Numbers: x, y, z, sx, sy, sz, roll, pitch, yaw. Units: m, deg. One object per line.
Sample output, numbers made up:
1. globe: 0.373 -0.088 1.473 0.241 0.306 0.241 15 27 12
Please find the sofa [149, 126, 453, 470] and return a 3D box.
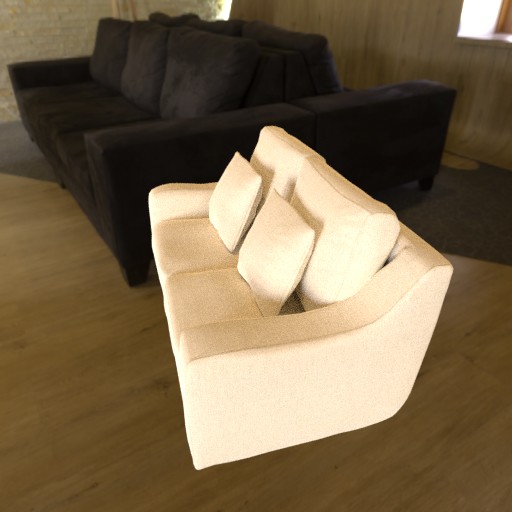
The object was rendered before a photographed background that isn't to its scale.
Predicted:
1. sofa: 0.000 0.000 2.361 1.040 1.047 1.744 -8 32 -14
